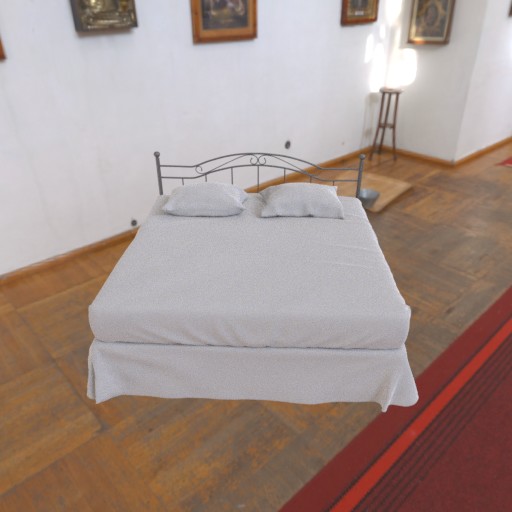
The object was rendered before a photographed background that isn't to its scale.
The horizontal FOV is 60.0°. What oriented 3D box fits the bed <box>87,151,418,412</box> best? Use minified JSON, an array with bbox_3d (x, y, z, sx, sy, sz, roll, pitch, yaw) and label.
[{"bbox_3d":[0.000,0.000,3.582,2.309,1.080,2.220,1,29,2],"label":"bed"}]
